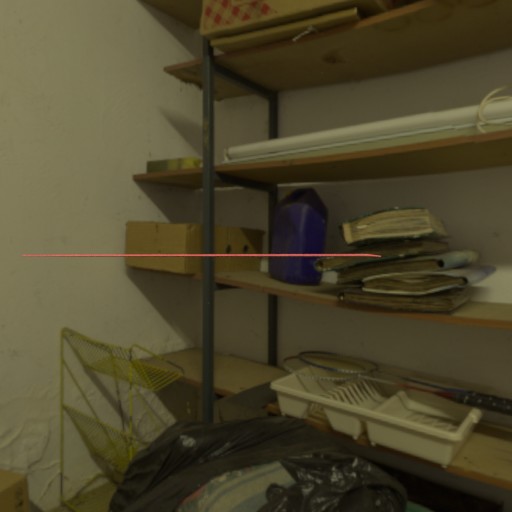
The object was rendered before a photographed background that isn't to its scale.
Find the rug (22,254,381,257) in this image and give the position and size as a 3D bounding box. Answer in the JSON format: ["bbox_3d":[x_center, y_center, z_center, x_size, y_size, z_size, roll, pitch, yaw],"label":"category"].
[{"bbox_3d":[0.000,0.000,2.287,1.209,0.008,1.814,0,0,17],"label":"rug"}]
